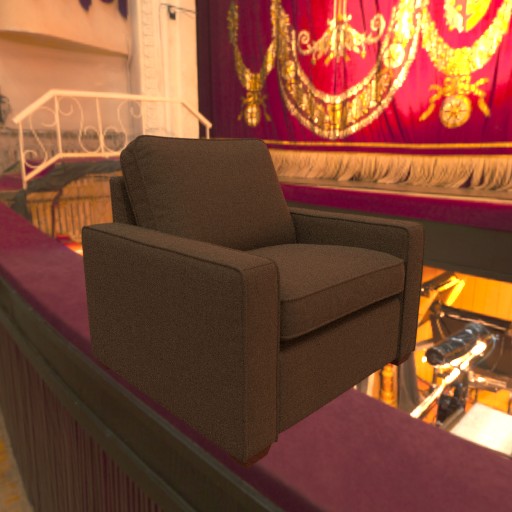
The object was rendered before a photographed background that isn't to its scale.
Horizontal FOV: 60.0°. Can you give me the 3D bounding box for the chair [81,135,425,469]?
[{"bbox_3d":[0.000,0.000,1.740,1.017,0.919,0.940,-13,19,-43],"label":"chair"}]
